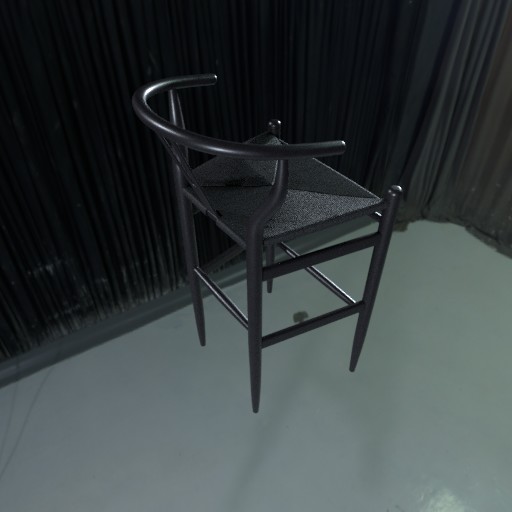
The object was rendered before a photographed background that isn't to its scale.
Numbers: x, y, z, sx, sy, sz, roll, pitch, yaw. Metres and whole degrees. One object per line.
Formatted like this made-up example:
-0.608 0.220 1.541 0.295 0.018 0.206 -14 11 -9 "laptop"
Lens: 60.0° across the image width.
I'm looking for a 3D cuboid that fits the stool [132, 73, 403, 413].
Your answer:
0.000 0.000 1.410 0.579 1.072 0.569 -25 47 -26 "stool"
